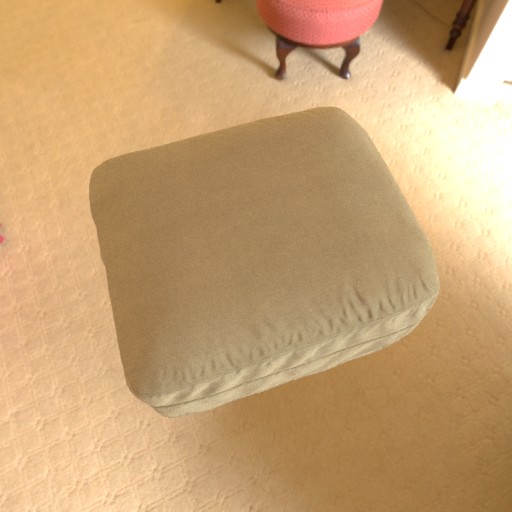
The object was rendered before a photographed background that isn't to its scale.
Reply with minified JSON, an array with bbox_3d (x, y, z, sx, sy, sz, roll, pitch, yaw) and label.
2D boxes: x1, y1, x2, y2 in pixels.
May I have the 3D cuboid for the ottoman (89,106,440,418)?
[{"bbox_3d":[0.000,0.000,1.100,0.712,0.480,0.584,-16,65,-8],"label":"ottoman"}]
